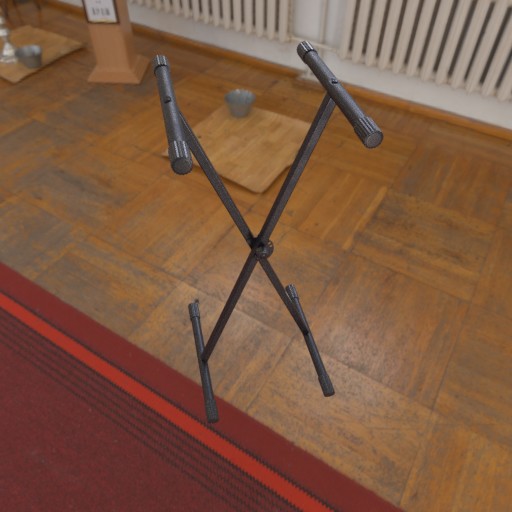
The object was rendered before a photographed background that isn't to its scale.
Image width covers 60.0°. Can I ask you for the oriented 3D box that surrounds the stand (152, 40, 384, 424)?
[{"bbox_3d":[0.000,0.000,1.191,0.409,0.940,0.449,-10,47,-9],"label":"stand"}]
